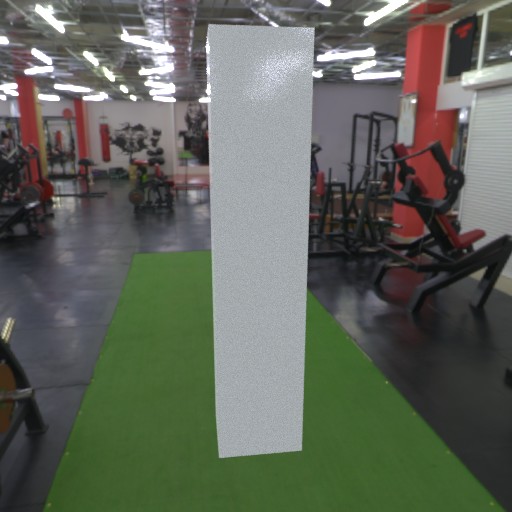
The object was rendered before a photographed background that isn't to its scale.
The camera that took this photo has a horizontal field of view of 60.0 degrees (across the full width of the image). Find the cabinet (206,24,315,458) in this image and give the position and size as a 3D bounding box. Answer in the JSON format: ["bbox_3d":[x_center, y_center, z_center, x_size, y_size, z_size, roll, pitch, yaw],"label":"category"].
[{"bbox_3d":[0.000,0.000,1.546,0.300,1.400,0.270,-2,15,-7],"label":"cabinet"}]
